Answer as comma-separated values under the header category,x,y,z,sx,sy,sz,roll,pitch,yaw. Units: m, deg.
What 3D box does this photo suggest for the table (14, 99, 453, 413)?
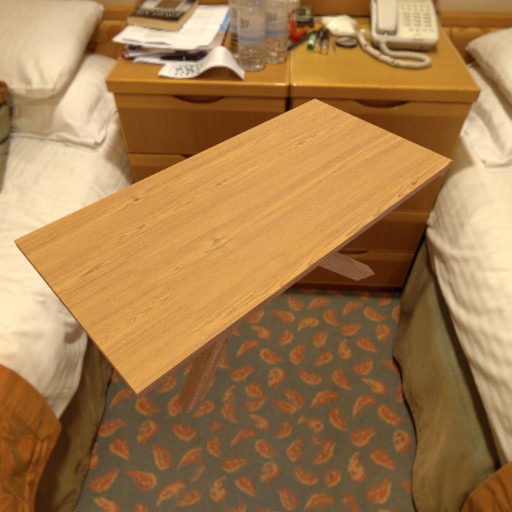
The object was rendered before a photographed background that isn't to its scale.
category,x,y,z,sx,sy,sz,roll,pitch,yaw
table,0.000,0.000,2.229,1.797,0.750,0.901,-34,54,-29
